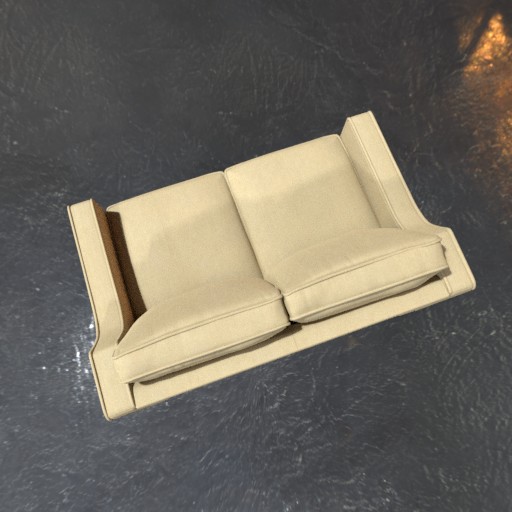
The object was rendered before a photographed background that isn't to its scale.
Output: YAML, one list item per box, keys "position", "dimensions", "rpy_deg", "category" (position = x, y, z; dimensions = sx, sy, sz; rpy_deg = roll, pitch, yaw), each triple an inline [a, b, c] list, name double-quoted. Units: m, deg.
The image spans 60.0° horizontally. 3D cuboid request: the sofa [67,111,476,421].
- position: [0.000, 0.000, 2.116]
  dimensions: [1.501, 0.971, 0.987]
  rpy_deg: [-19, 76, -5]
  category: "sofa"
